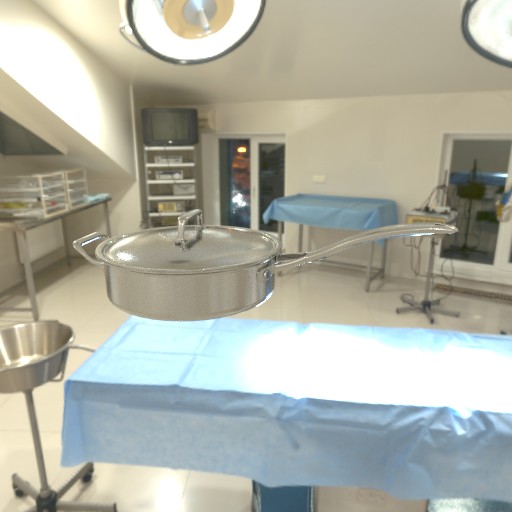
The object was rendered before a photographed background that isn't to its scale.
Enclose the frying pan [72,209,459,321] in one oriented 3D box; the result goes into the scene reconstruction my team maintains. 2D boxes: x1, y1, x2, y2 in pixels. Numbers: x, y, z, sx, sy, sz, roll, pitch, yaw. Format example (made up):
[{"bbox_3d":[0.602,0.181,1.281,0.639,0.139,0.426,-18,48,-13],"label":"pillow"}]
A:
[{"bbox_3d":[0.000,0.000,0.586,0.492,0.111,0.245,3,16,10],"label":"frying pan"}]
